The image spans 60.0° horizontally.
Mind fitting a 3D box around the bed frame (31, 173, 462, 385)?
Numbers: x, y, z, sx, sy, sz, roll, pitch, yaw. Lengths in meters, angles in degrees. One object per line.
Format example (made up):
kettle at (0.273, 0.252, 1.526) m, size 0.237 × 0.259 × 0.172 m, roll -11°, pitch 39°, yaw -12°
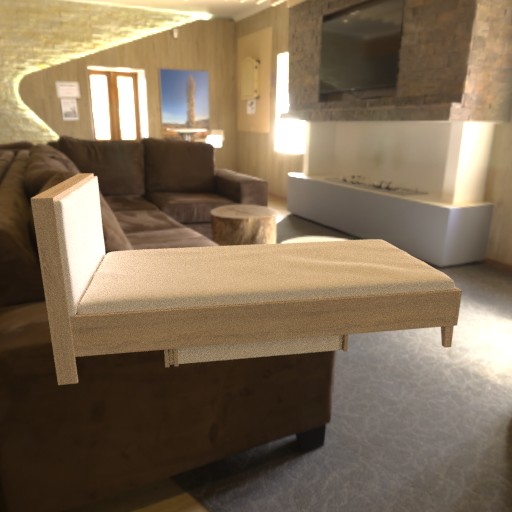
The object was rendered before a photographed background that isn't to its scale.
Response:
bed frame at (0.000, 0.000, 2.683) m, size 2.140 × 0.920 × 0.990 m, roll -3°, pitch 17°, yaw -9°
